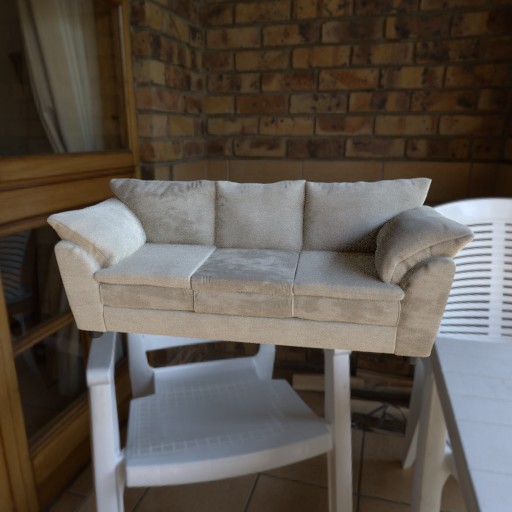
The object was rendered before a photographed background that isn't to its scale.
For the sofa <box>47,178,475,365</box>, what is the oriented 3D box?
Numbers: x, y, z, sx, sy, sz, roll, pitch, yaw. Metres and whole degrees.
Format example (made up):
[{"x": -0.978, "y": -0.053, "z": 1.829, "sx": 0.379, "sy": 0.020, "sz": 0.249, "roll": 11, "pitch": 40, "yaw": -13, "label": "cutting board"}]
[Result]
[{"x": 0.000, "y": 0.000, "z": 2.859, "sx": 2.377, "sy": 0.981, "sz": 0.893, "roll": 3, "pitch": 16, "yaw": 10, "label": "sofa"}]
